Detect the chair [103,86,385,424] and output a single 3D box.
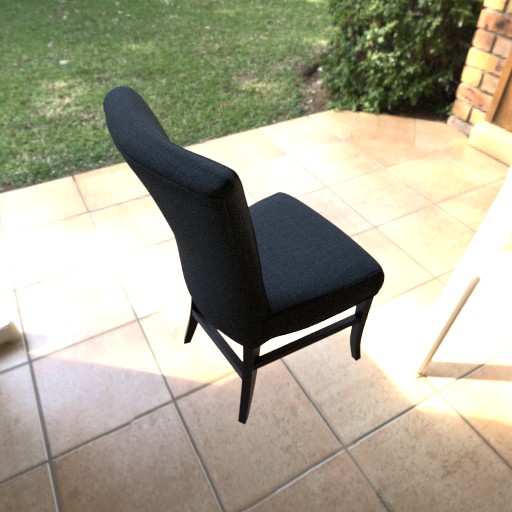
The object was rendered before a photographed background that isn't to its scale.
[{"bbox_3d":[0.000,0.000,1.342,0.660,0.991,0.520,-25,48,-25],"label":"chair"}]
